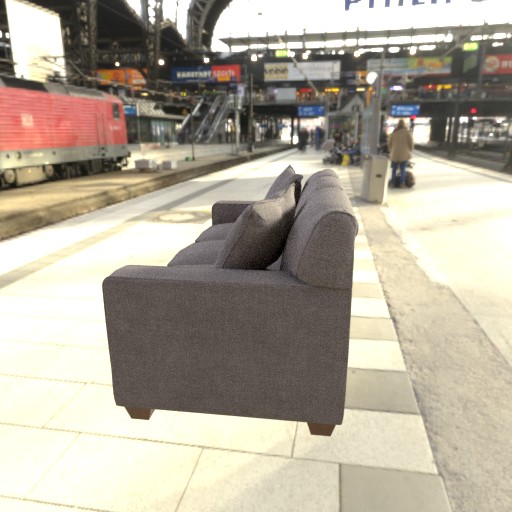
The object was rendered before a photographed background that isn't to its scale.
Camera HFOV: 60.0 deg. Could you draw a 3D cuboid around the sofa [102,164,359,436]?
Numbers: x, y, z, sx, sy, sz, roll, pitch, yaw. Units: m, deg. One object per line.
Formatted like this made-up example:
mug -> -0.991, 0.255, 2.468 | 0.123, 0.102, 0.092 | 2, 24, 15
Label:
sofa -> 0.000, 0.000, 2.626 | 0.997, 0.958, 2.024 | 2, 16, 8
